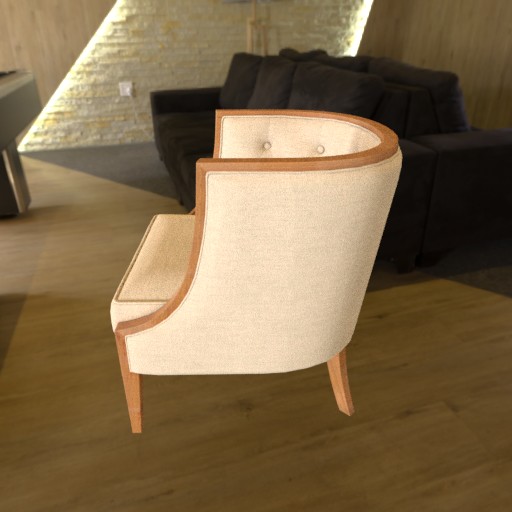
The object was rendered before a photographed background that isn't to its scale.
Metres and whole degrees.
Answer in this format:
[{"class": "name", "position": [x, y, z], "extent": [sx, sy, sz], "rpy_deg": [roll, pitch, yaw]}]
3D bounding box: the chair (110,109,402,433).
[{"class": "chair", "position": [0.000, 0.000, 1.384], "extent": [0.757, 0.775, 0.711], "rpy_deg": [-1, 27, -1]}]
